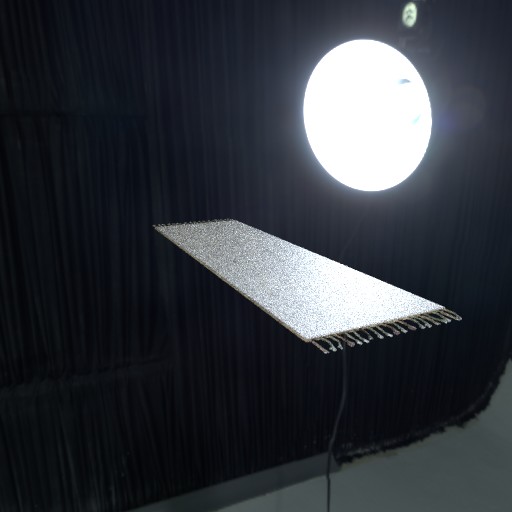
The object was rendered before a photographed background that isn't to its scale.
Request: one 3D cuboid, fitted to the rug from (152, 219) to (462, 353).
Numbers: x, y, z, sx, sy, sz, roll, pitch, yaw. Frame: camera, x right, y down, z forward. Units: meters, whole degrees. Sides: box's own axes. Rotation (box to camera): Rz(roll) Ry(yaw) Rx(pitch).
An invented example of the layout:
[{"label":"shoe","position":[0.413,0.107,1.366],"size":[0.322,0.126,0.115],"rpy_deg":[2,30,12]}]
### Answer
[{"label":"rug","position":[0.000,0.000,2.938],"size":[0.762,0.011,2.664],"rpy_deg":[-7,17,-25]}]
